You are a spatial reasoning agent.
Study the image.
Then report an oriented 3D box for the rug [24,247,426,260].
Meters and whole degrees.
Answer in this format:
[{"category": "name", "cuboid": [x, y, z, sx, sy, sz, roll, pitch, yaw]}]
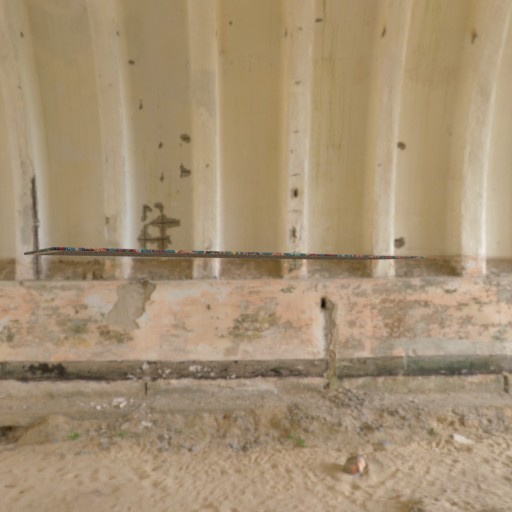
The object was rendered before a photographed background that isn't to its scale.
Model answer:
[{"category": "rug", "cuboid": [0.000, 0.000, 2.532, 2.286, 0.013, 0.686, 1, -2, -35]}]
